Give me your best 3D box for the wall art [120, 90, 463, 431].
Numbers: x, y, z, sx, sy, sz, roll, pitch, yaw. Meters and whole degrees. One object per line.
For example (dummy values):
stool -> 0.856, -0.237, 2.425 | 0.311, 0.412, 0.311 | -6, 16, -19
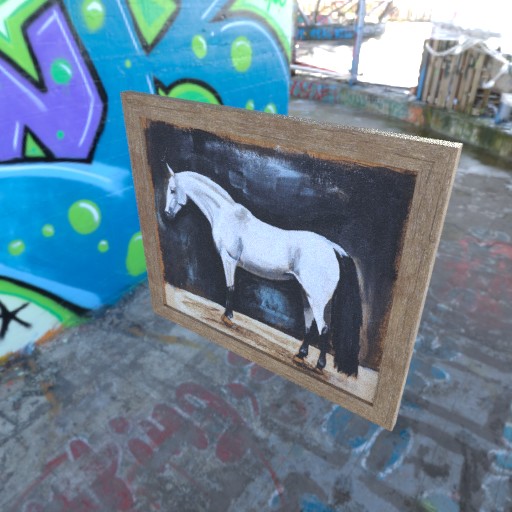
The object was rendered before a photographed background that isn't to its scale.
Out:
wall art -> 0.000, 0.000, 0.932 | 0.690, 0.588, 0.026 | 20, 36, 30
